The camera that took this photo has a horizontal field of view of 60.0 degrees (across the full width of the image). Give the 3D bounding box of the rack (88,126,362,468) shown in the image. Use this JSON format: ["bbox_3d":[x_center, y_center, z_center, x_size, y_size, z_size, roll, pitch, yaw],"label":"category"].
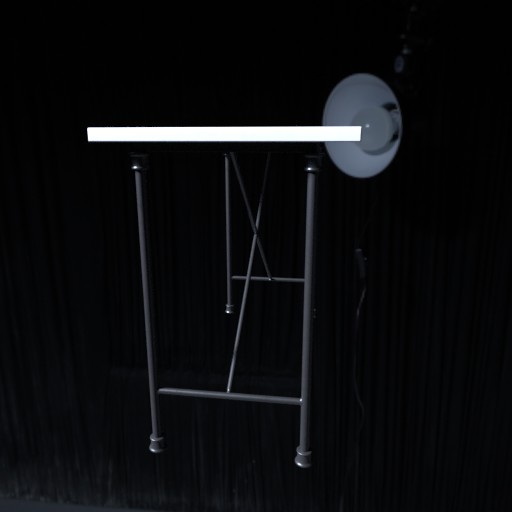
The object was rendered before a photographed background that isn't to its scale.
[{"bbox_3d":[0.000,0.000,1.634,0.613,0.880,1.159,2,15,8],"label":"rack"}]
